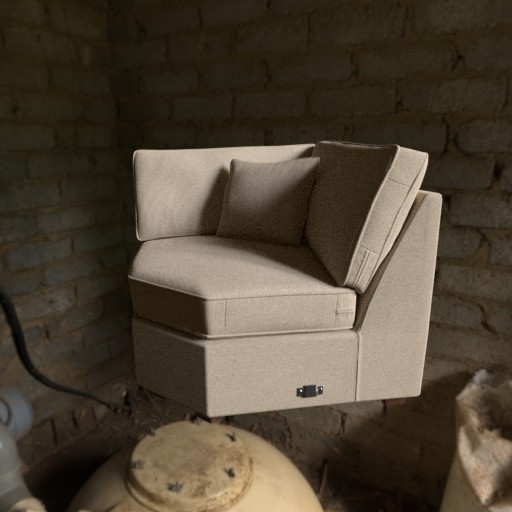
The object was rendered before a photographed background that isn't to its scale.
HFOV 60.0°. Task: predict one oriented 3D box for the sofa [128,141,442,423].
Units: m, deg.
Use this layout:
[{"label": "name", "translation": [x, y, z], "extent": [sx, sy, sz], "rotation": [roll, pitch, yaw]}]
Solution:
[{"label": "sofa", "translation": [0.000, 0.000, 1.870], "extent": [1.050, 0.937, 1.042], "rotation": [-2, 15, -8]}]
